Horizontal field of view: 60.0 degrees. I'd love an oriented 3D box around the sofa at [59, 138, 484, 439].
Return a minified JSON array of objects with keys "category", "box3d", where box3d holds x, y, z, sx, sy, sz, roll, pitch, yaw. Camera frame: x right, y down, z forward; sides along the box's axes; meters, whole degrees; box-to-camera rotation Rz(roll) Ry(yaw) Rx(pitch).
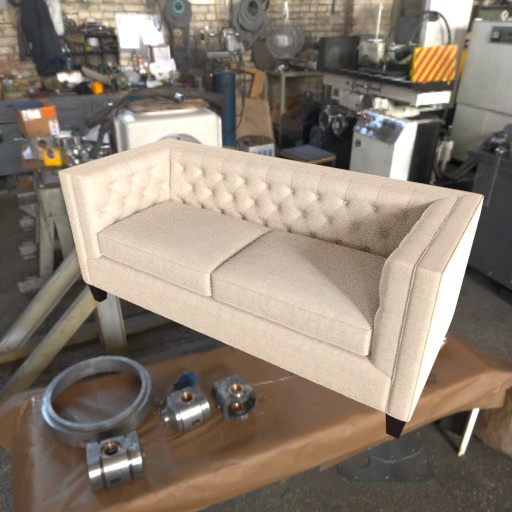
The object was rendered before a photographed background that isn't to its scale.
[{"category":"sofa","box3d":[0.000,0.000,2.164,1.778,0.762,0.775,17,33,28]}]
